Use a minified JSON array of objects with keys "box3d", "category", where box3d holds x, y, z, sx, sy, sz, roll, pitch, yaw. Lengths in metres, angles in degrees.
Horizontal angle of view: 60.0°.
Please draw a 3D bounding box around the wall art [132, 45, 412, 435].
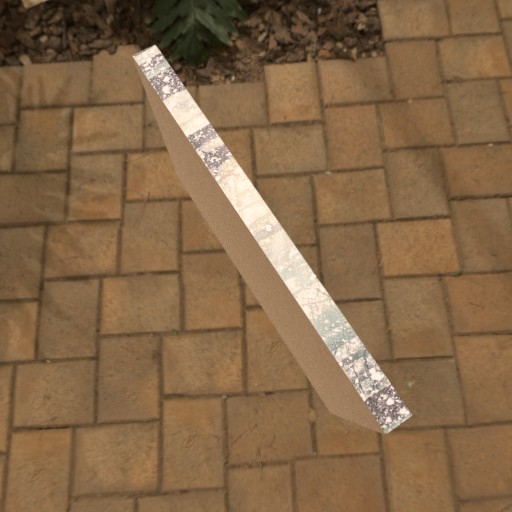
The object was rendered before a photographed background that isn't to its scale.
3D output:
[{"box3d":[0.000,0.000,0.774,0.042,0.398,0.618,-31,76,-9],"category":"wall art"}]
